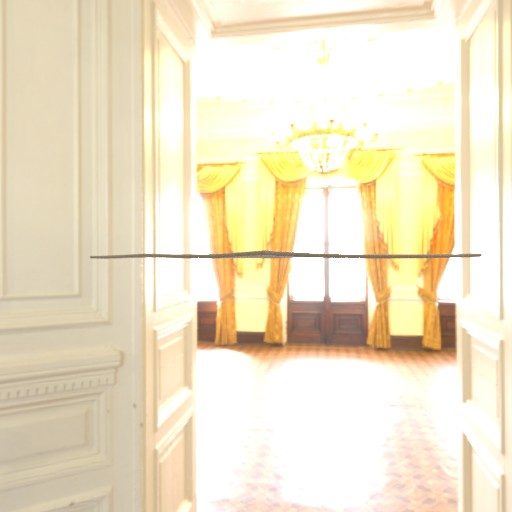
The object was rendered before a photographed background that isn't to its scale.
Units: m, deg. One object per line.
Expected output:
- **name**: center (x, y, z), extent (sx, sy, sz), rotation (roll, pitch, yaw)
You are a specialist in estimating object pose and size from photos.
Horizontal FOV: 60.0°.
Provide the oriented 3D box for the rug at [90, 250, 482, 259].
- **rug**: center (0.000, 0.000, 2.405), extent (1.252, 0.034, 1.829), rotation (0, 0, -36)
